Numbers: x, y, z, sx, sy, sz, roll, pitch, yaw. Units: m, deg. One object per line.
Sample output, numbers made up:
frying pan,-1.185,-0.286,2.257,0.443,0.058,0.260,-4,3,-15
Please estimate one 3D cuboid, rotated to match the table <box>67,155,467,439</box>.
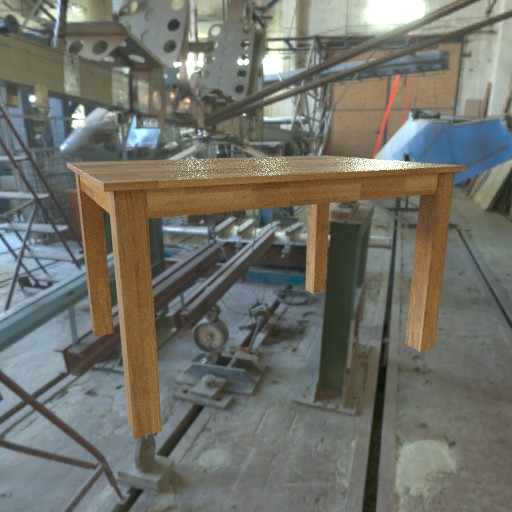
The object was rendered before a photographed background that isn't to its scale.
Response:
table,0.000,0.000,1.844,1.300,0.750,0.900,-8,17,-26
